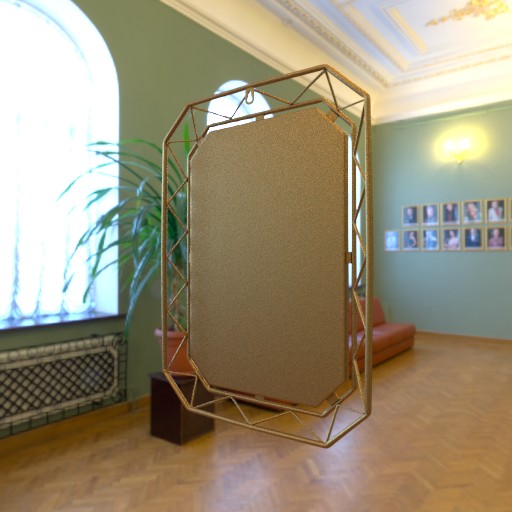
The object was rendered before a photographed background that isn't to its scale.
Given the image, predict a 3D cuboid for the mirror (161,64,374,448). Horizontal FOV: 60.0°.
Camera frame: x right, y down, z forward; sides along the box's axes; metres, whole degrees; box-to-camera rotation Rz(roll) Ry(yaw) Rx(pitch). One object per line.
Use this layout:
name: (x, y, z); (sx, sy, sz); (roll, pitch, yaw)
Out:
mirror: (0.000, 0.000, 0.738); (0.417, 0.566, 0.042); (0, -1, 36)
